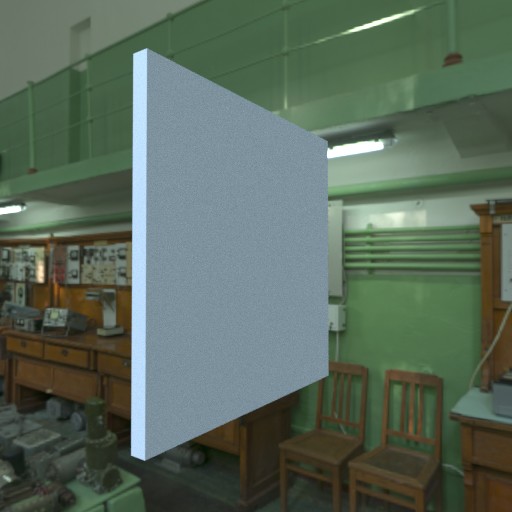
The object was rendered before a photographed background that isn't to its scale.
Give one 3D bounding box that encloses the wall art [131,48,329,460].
[{"bbox_3d":[0.000,0.000,0.837,0.028,0.559,0.559,-1,-1,35],"label":"wall art"}]
